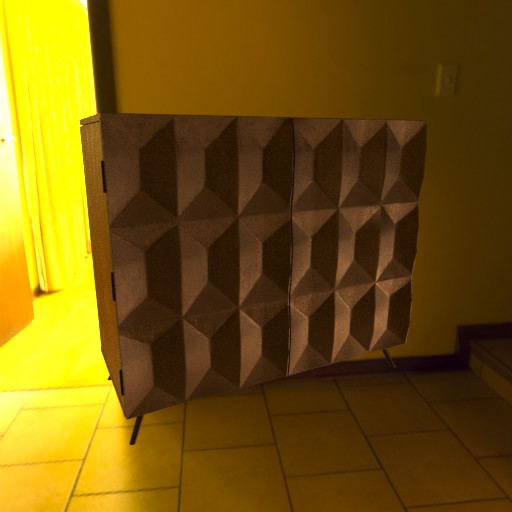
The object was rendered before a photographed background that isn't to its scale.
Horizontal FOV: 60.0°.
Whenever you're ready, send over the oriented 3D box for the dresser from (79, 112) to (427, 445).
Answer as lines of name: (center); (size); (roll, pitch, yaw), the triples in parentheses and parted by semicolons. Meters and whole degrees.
dresser: (0.000, 0.000, 1.441); (0.967, 0.847, 0.446); (-7, 17, -26)
